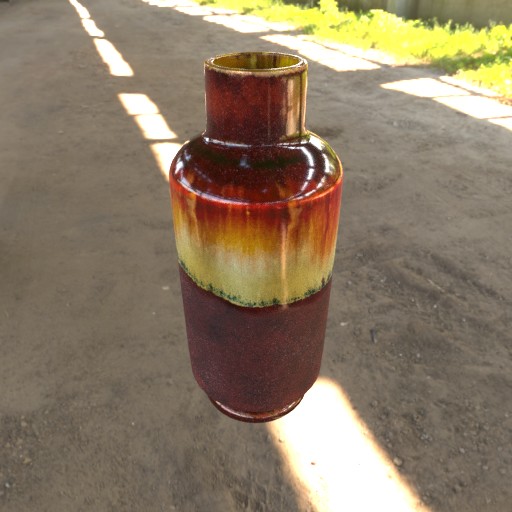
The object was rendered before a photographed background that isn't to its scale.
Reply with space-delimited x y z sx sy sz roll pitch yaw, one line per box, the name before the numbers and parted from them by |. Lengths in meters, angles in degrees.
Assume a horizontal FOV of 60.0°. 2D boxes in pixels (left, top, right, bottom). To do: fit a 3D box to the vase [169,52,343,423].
vase | 0.000 0.000 0.318 0.111 0.261 0.111 0 34 0
